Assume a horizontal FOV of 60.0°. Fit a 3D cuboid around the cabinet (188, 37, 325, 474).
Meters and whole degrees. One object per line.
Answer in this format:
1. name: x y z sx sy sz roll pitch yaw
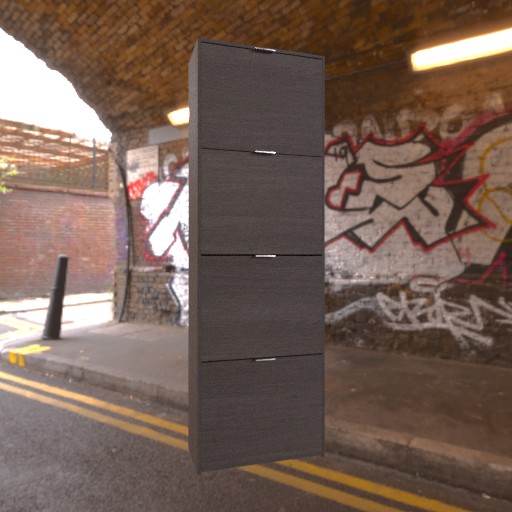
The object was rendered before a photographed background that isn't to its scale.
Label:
1. cabinet: 0.000 0.000 1.831 0.520 1.630 0.255 0 0 -17
